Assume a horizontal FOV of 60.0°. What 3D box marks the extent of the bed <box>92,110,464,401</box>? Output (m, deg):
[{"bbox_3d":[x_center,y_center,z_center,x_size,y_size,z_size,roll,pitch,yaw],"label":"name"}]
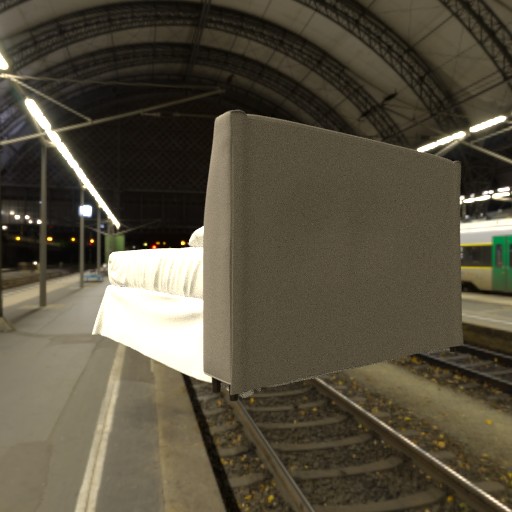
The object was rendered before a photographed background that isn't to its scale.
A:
[{"bbox_3d":[0.000,0.000,3.424,1.925,1.332,2.276,0,0,-36],"label":"bed"}]
